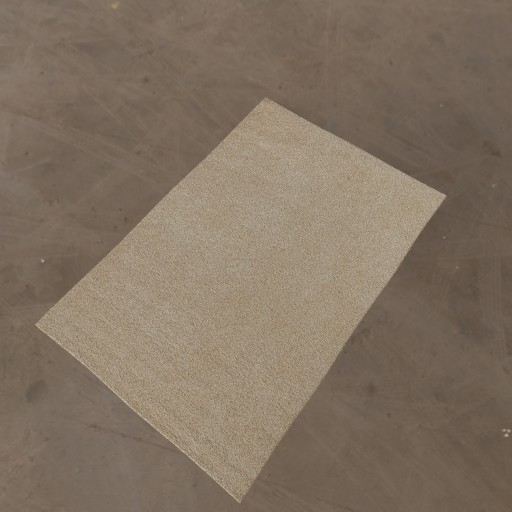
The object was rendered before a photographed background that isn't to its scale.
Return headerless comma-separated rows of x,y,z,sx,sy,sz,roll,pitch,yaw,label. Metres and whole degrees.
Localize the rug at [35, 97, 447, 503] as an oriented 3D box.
0.000,0.000,3.322,1.800,0.025,2.699,34,68,16,rug
